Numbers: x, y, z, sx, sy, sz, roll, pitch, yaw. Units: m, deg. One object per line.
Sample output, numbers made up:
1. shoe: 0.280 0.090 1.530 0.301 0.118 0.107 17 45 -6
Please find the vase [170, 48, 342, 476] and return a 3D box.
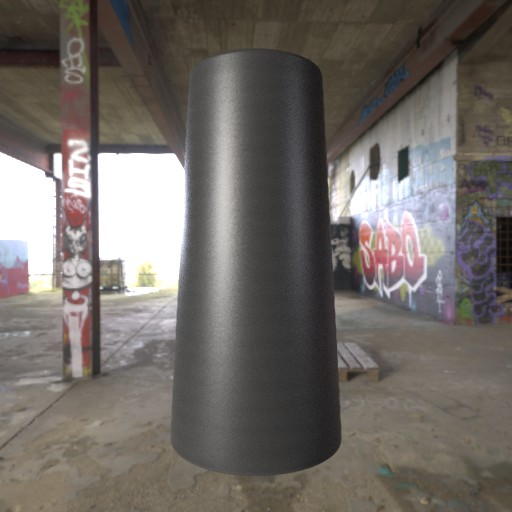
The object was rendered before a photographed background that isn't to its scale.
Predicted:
1. vase: 0.000 0.000 0.359 0.136 0.289 0.136 0 1 17
